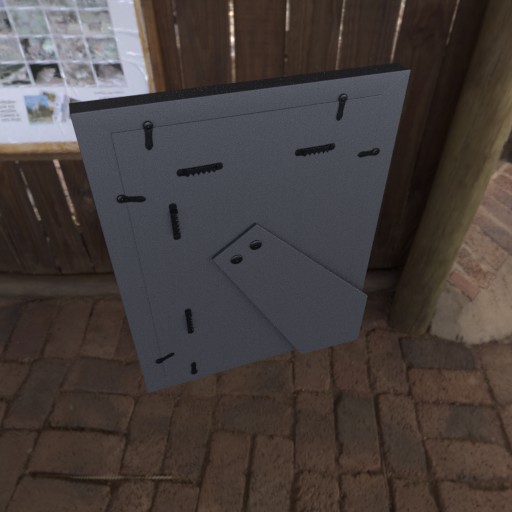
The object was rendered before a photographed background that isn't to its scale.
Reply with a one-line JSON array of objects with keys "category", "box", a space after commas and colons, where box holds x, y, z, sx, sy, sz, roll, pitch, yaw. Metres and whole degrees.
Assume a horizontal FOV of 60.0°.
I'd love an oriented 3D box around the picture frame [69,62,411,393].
[{"category": "picture frame", "box": [0.000, 0.000, 0.506, 0.307, 0.383, 0.036, -13, 42, -15]}]
